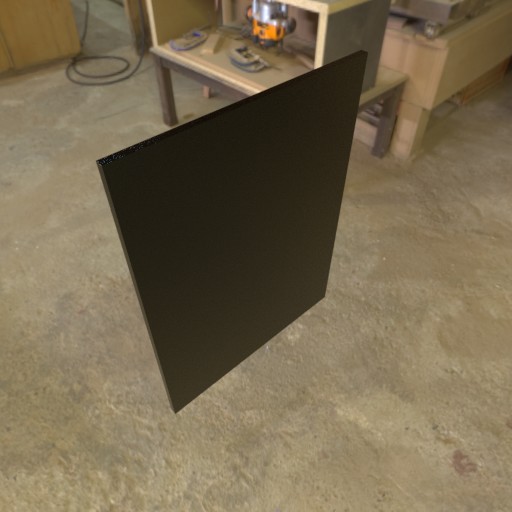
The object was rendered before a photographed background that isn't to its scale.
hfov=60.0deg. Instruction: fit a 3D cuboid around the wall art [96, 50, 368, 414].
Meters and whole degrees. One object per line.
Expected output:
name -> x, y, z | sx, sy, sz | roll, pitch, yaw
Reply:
wall art -> 0.000, 0.000, 0.774 | 0.442, 0.582, 0.013 | -33, 54, -28
